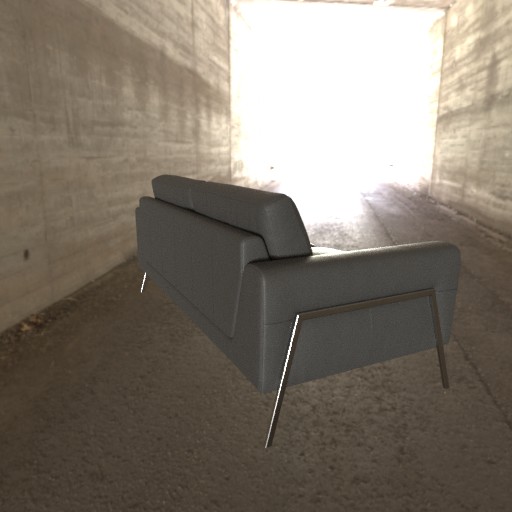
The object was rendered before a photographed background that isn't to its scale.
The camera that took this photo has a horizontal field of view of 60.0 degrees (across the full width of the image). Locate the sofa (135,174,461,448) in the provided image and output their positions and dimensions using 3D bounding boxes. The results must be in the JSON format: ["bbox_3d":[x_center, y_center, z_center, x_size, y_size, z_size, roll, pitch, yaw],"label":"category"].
[{"bbox_3d":[0.000,0.000,2.547,0.953,0.875,2.017,-6,15,-26],"label":"sofa"}]
